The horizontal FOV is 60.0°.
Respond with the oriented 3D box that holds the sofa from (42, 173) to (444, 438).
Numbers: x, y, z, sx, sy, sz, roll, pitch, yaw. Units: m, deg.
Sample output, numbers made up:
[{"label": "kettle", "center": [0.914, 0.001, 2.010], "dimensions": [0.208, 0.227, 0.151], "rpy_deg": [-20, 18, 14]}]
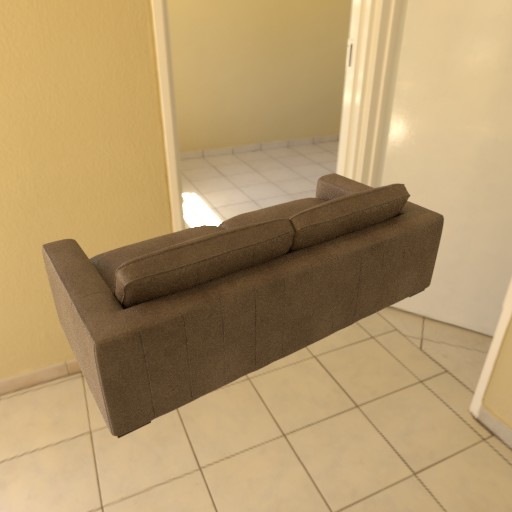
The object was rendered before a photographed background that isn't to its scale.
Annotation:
[{"label": "sofa", "center": [0.000, 0.000, 2.755], "dimensions": [2.262, 0.801, 1.070], "rpy_deg": [-18, 34, -29]}]
